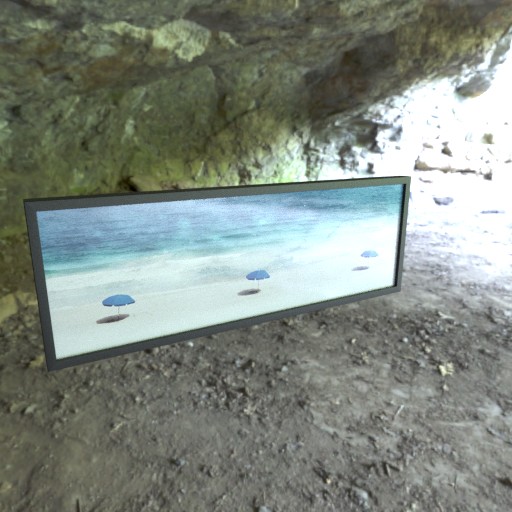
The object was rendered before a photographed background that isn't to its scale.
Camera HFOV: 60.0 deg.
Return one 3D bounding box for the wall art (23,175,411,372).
[{"bbox_3d":[0.000,0.000,0.958,0.860,0.303,0.037,-8,18,-27],"label":"wall art"}]
